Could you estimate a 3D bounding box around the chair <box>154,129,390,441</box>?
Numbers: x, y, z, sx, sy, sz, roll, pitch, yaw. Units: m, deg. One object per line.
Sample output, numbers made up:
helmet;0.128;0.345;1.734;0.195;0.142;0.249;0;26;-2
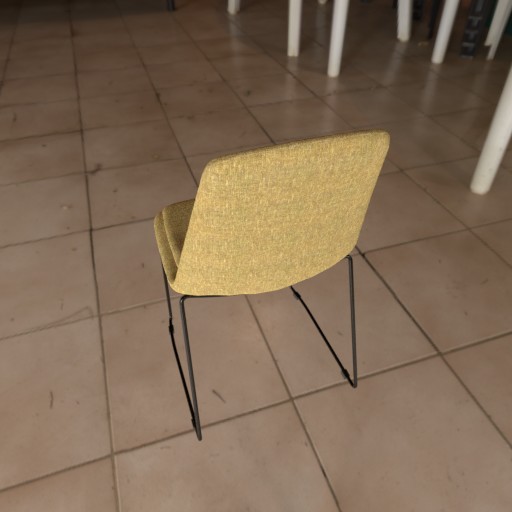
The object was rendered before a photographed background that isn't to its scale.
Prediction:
chair;0.000;0.000;1.102;0.479;0.849;0.496;-13;43;-15
